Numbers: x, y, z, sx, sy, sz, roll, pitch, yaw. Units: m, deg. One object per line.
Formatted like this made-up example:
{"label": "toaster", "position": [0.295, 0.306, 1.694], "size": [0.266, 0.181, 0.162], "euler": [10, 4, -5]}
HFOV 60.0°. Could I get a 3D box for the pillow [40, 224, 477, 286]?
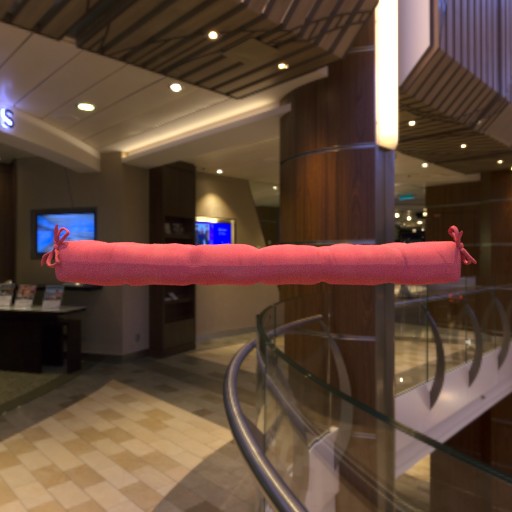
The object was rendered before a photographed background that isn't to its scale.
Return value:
{"label": "pillow", "position": [0.000, 0.000, 1.392], "size": [1.194, 0.174, 0.511], "euler": [0, 0, 0]}
